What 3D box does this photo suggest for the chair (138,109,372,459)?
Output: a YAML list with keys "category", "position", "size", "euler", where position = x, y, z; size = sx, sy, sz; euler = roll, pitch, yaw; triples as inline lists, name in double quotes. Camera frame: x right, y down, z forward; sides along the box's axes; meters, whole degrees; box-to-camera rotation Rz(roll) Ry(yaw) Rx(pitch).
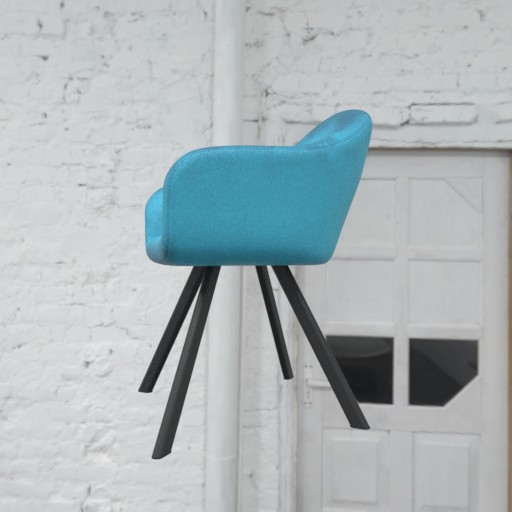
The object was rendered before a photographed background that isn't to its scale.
- category: "chair"
  position: [0.000, 0.000, 1.156]
  size: [0.570, 0.780, 0.540]
  euler: [0, 0, -18]
